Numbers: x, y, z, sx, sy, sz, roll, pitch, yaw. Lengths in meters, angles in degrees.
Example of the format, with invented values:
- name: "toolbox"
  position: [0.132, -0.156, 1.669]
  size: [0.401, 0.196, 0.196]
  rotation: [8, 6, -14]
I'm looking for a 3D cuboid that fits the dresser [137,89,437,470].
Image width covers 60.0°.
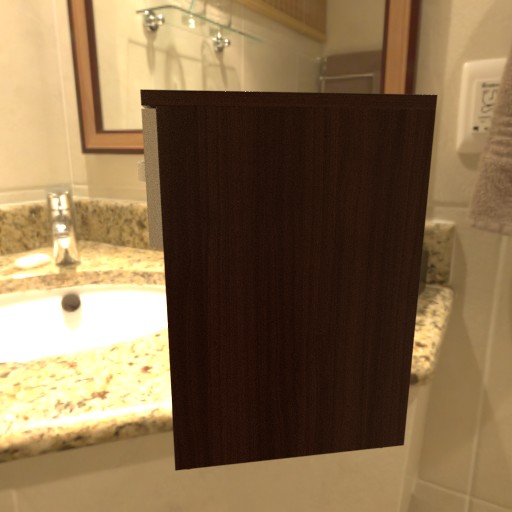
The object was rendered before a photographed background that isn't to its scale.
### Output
- name: "dresser"
  position: [0.000, 0.000, 0.733]
  size: [0.360, 0.470, 0.400]
  rotation: [-2, 15, -9]
